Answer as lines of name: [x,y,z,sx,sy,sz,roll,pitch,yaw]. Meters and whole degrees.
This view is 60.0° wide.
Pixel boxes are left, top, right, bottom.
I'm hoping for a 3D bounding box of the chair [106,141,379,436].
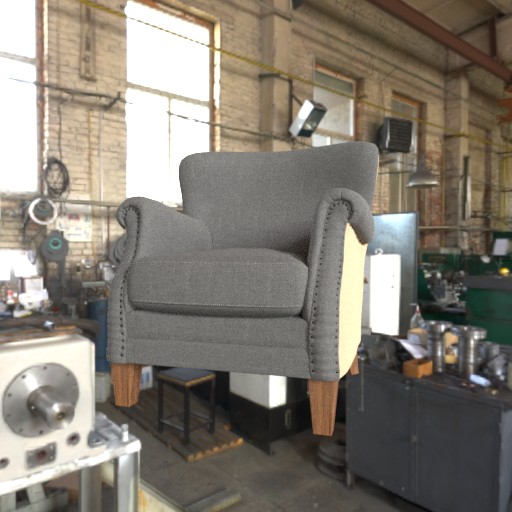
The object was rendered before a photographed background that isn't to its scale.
chair: [0.000,0.000,1.643,0.861,0.936,0.921,0,1,17]
